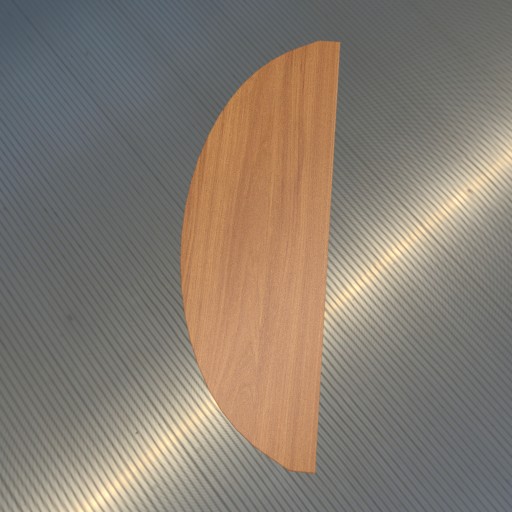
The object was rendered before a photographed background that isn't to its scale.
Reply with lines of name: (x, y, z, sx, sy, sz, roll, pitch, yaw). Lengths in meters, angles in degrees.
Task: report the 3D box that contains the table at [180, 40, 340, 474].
table: (0.000, 0.000, 1.528, 0.394, 0.692, 1.198, 5, 76, 1)
